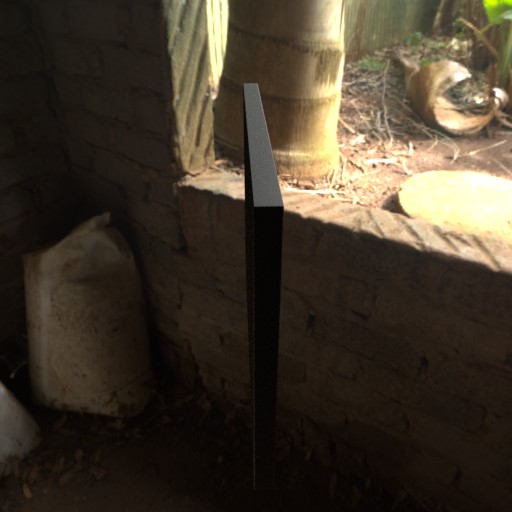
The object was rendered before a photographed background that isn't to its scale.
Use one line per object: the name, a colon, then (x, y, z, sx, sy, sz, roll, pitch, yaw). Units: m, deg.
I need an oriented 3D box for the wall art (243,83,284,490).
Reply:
wall art: (0.000, 0.000, 0.763, 0.029, 0.458, 0.559, -1, 32, -2)
